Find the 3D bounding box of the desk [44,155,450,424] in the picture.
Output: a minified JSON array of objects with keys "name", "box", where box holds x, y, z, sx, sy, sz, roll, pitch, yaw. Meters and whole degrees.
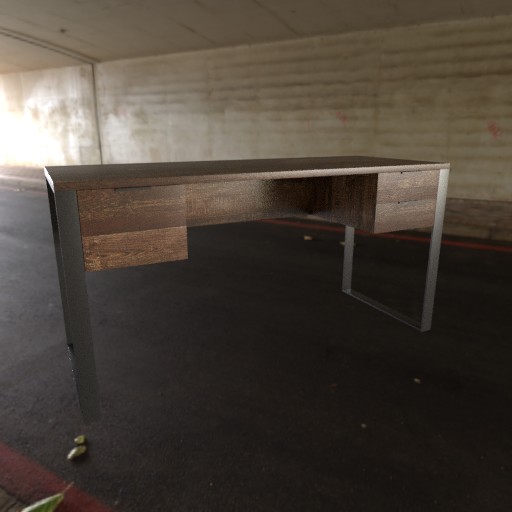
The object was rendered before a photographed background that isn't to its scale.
[{"name":"desk","box":[0.000,0.000,1.884,1.524,0.762,0.599,-8,18,-26]}]
